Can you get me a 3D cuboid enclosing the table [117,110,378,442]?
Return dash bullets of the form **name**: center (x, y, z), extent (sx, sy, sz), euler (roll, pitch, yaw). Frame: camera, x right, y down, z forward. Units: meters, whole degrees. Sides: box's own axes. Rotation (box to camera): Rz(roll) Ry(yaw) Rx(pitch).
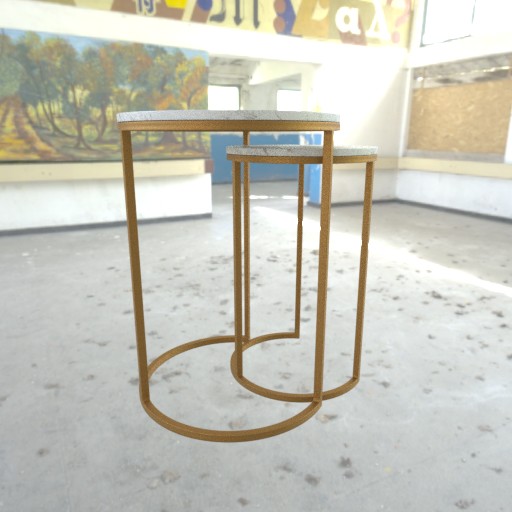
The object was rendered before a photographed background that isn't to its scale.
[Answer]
- **table**: center (0.000, 0.000, 0.912), extent (0.507, 0.550, 0.400), euler (-8, 17, -26)
